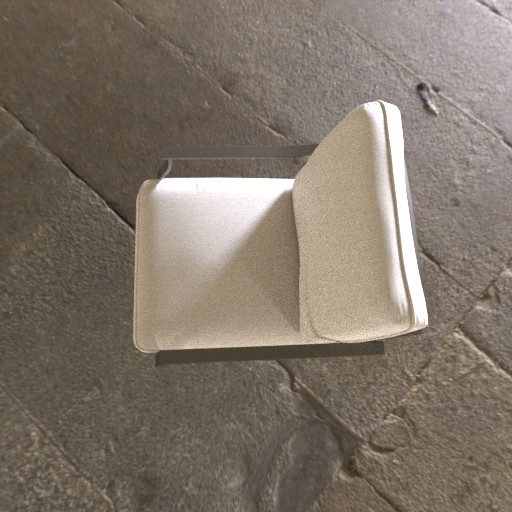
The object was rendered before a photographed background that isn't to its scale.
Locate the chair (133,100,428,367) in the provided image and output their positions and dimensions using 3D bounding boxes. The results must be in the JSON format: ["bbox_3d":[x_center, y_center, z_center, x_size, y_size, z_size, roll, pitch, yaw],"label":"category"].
[{"bbox_3d":[0.000,0.000,1.407,0.787,0.860,0.650,-2,75,-1],"label":"chair"}]
